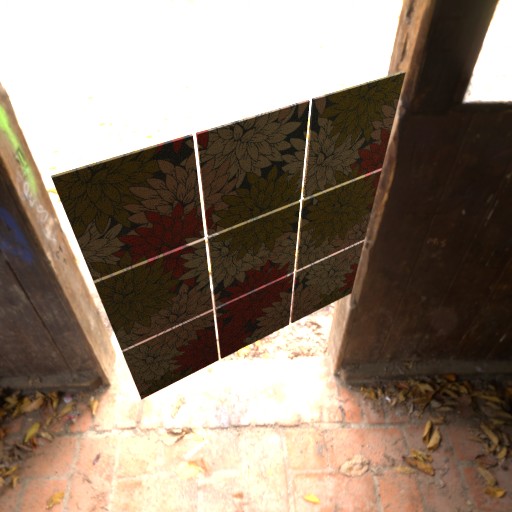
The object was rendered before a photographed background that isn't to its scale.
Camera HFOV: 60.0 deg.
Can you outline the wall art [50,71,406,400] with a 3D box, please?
[{"bbox_3d":[0.000,0.000,1.772,1.206,1.218,0.013,-23,50,-21],"label":"wall art"}]
